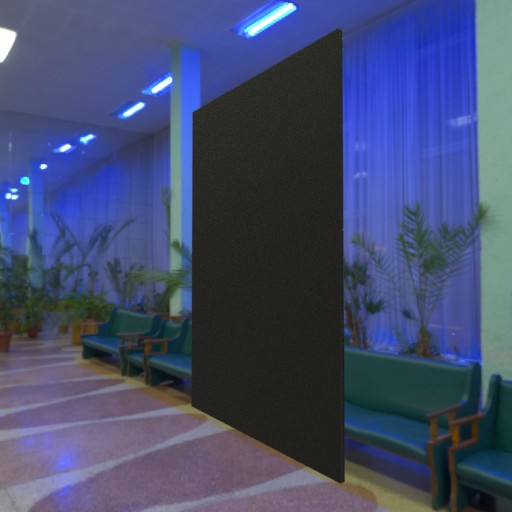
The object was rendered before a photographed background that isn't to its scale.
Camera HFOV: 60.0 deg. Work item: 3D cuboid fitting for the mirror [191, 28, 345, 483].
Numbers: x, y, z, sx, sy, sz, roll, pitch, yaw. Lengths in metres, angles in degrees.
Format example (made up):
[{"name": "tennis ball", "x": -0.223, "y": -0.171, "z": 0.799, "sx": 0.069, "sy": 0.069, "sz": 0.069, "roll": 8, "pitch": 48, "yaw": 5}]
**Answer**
[{"name": "mirror", "x": 0.000, "y": 0.000, "z": 1.144, "sx": 0.039, "sy": 0.914, "sz": 0.613, "roll": 1, "pitch": -2, "yaw": -37}]
